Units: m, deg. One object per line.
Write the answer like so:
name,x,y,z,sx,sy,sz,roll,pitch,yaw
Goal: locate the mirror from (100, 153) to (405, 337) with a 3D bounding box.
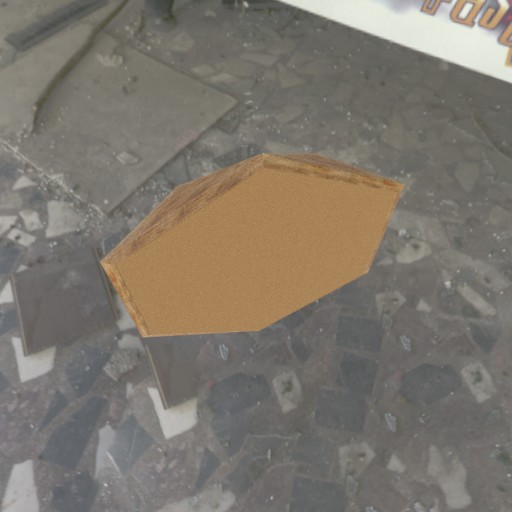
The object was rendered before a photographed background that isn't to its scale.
mirror,0.000,0.000,1.120,0.675,0.779,0.091,-15,59,-9
